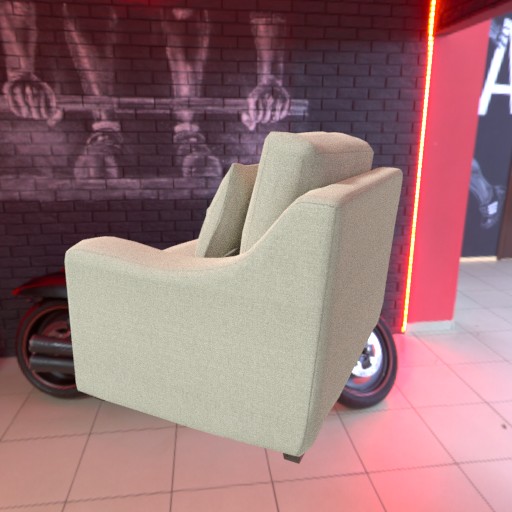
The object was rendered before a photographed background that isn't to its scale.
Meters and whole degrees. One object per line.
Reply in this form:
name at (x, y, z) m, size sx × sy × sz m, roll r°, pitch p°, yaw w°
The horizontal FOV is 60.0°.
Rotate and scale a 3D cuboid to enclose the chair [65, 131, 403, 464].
chair at (0.000, 0.000, 1.884) m, size 1.009 × 1.016 × 1.178 m, roll 7°, pitch 17°, yaw 24°
